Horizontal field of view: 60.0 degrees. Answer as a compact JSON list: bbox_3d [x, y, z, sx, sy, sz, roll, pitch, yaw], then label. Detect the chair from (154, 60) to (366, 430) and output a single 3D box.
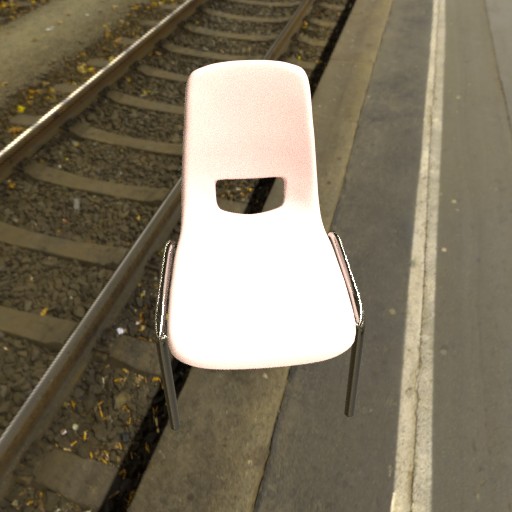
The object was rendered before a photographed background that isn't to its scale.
[{"bbox_3d":[0.000,0.000,0.786,0.354,0.537,0.385,-3,47,-3],"label":"chair"}]
